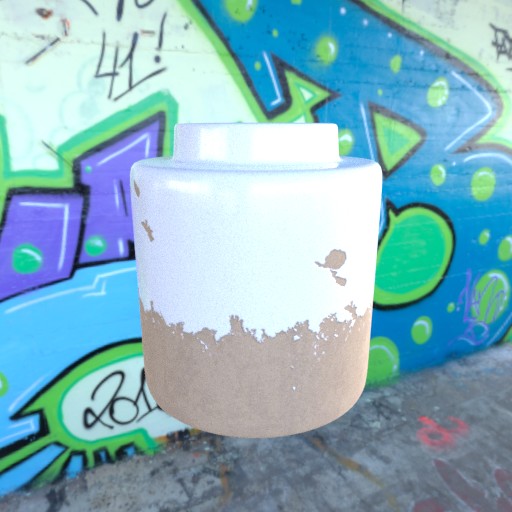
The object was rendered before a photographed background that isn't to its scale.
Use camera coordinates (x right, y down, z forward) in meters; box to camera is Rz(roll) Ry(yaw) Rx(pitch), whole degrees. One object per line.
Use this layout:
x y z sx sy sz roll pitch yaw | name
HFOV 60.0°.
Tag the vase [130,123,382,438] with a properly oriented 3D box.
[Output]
0.000 0.000 0.292 0.153 0.167 0.153 0 16 0 | vase
